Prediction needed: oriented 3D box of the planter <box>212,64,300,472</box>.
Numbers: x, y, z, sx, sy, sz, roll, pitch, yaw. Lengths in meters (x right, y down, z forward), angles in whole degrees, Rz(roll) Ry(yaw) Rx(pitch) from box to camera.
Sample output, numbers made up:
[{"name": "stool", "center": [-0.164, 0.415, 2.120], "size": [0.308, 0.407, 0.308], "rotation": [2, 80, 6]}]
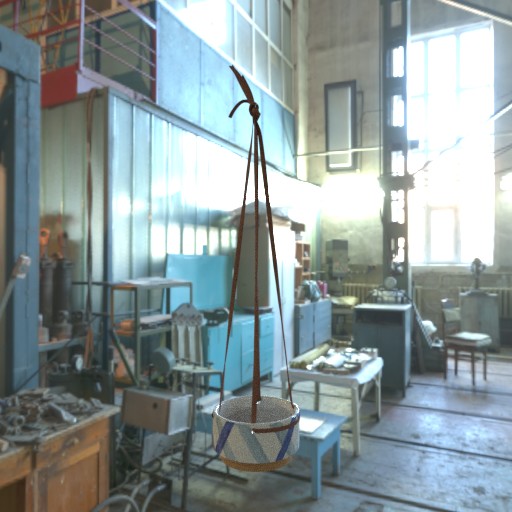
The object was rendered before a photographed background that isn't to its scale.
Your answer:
[{"name": "planter", "center": [0.000, 0.000, 0.839], "size": [0.166, 0.751, 0.166], "rotation": [0, -1, -18]}]
